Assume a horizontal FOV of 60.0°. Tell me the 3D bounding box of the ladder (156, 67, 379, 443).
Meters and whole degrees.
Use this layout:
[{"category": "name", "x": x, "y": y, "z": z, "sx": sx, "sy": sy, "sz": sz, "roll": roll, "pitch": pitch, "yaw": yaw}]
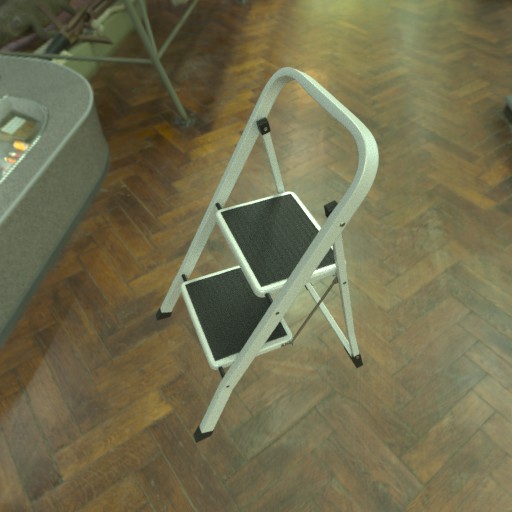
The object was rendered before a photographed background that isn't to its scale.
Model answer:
[{"category": "ladder", "x": 0.000, "y": 0.000, "z": 1.128, "sx": 0.544, "sy": 0.810, "sz": 0.460, "roll": -17, "pitch": 49, "yaw": -15}]
